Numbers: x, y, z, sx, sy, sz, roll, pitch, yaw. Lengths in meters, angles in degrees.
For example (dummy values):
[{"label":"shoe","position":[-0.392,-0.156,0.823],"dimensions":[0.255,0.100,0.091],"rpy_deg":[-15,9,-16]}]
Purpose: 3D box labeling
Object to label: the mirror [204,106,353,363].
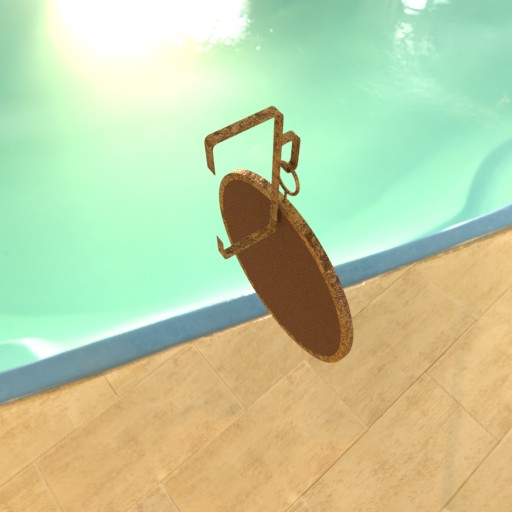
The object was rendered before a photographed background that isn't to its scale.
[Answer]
[{"label":"mirror","position":[0.000,0.000,0.836],"dimensions":[0.144,0.651,0.447],"rpy_deg":[-30,62,-17]}]
